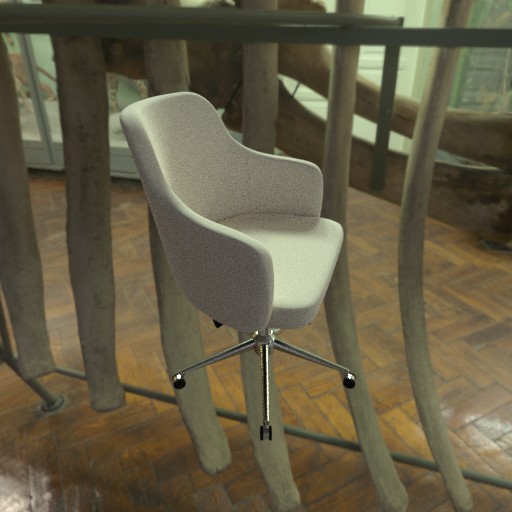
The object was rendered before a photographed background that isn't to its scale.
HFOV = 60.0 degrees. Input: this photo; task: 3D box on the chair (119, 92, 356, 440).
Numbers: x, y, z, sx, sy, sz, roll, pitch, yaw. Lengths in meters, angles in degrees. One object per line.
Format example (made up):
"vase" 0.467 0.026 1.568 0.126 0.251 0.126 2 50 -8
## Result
"chair" 0.000 0.000 1.261 0.647 0.819 0.602 9 31 16
